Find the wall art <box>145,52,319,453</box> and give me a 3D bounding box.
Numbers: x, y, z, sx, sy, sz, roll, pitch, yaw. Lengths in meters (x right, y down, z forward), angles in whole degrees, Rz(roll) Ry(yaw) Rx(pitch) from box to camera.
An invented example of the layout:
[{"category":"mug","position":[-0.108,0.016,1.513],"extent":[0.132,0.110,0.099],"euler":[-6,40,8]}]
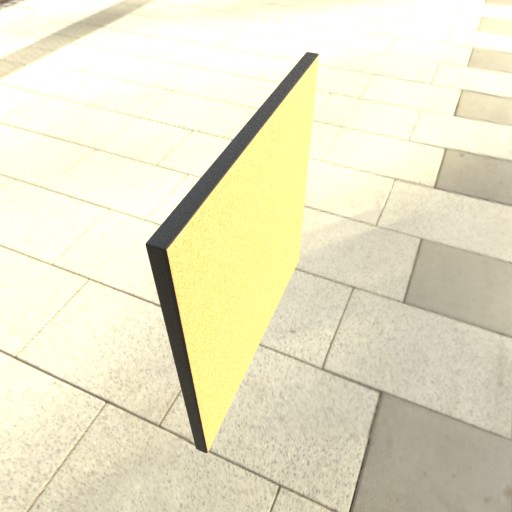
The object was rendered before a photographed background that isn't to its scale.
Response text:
[{"category":"wall art","position":[0.000,0.000,0.687],"extent":[0.022,0.453,0.456],"euler":[16,48,15]}]
